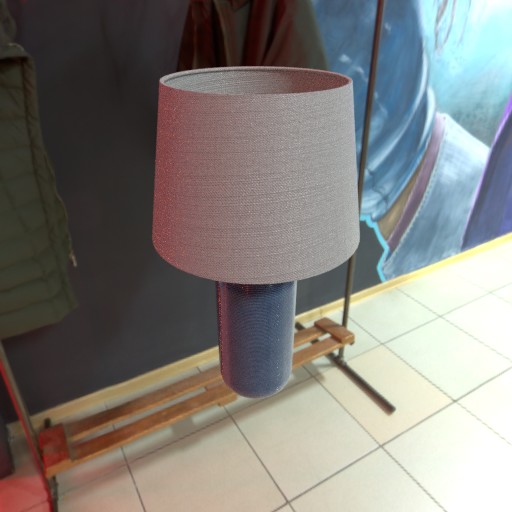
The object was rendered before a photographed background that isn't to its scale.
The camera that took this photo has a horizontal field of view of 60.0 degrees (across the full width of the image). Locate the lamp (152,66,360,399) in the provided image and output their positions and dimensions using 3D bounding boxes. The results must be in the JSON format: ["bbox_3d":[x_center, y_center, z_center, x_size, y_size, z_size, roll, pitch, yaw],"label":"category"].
[{"bbox_3d":[0.000,0.000,0.570,0.253,0.428,0.253,0,30,0],"label":"lamp"}]
